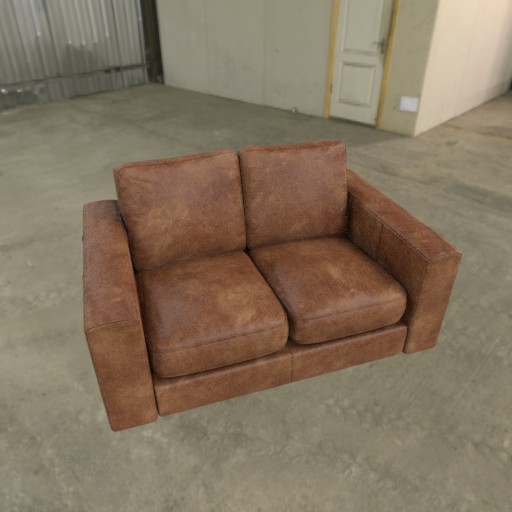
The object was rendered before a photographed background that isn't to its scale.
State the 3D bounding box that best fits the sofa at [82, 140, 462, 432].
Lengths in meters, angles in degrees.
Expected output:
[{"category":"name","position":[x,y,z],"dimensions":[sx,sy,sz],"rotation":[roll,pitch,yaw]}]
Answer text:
[{"category":"sofa","position":[0.000,0.000,2.260],"dimensions":[1.626,0.889,1.041],"rotation":[-10,34,-15]}]
